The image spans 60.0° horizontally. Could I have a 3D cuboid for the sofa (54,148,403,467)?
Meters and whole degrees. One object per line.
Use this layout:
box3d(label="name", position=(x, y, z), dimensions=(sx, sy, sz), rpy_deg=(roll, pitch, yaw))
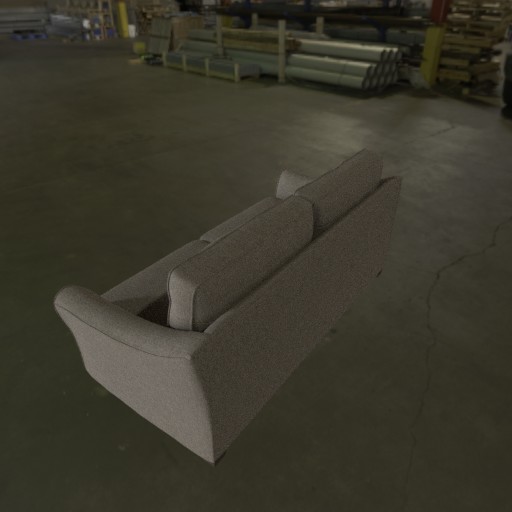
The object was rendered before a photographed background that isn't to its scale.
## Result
box3d(label="sofa", position=(0.000, 0.000, 2.757), dimensions=(1.013, 0.976, 2.203), rpy_deg=(20, 37, 30))
